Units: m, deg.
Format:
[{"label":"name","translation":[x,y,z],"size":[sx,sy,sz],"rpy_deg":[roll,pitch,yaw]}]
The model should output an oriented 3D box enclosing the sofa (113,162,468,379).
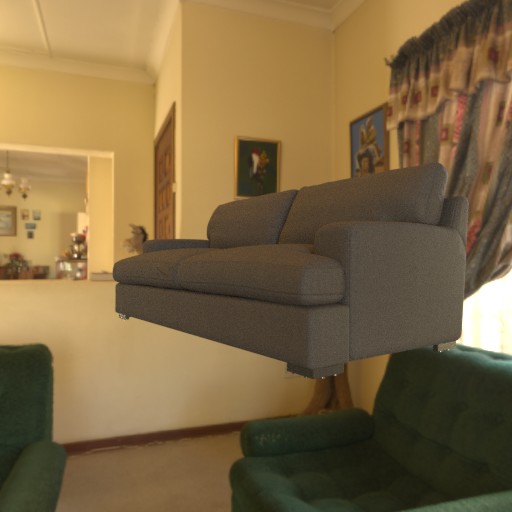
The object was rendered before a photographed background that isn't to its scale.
[{"label":"sofa","translation":[0.000,0.000,2.836],"size":[1.140,0.950,2.271],"rpy_deg":[0,-1,-36]}]
